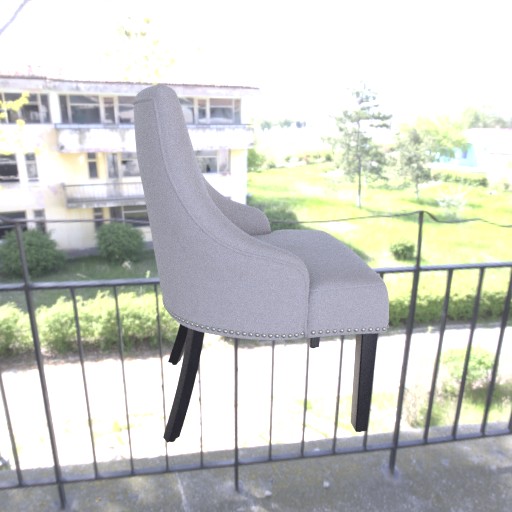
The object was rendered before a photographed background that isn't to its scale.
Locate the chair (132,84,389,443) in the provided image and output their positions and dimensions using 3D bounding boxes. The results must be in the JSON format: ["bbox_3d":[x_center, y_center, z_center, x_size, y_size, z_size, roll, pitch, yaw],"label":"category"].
[{"bbox_3d":[0.000,0.000,1.299,0.629,0.909,0.566,-3,18,-8],"label":"chair"}]
